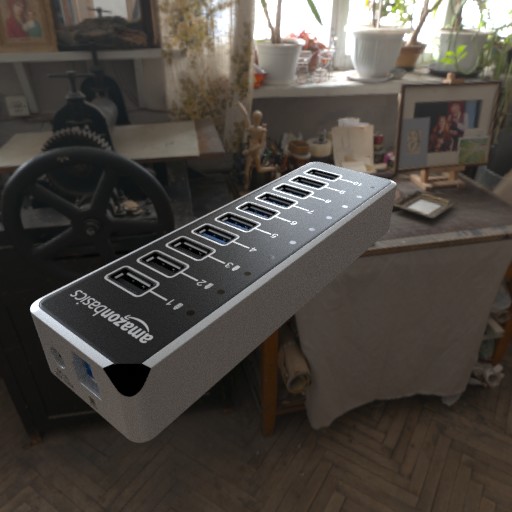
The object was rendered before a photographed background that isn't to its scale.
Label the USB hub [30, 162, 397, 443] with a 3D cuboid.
[{"bbox_3d":[0.000,0.000,0.161,0.044,0.023,0.145,23,39,32],"label":"USB hub"}]
